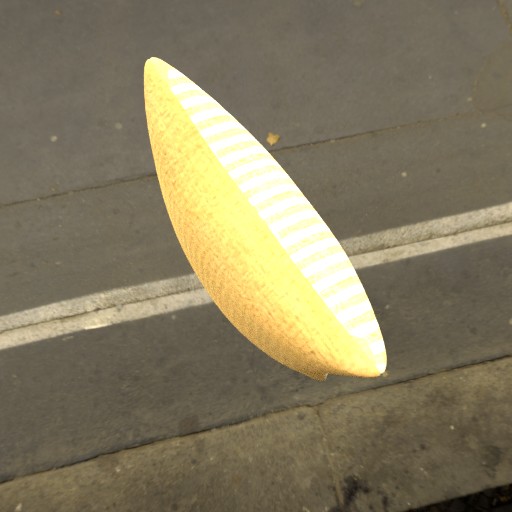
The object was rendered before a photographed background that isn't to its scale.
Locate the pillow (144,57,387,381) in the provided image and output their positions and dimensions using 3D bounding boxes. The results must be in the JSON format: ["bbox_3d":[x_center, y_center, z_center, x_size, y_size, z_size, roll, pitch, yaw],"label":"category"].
[{"bbox_3d":[0.000,0.000,0.637,0.173,0.407,0.419,-33,77,-9],"label":"pillow"}]
